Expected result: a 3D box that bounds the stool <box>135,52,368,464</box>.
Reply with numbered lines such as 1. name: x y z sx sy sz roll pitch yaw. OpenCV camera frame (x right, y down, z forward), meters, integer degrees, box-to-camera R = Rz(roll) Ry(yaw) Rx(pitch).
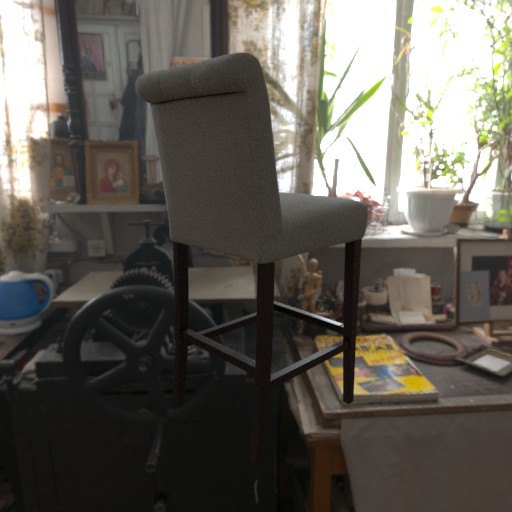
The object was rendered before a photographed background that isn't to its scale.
1. stool: 0.000 0.000 1.485 0.601 1.140 0.493 -13 18 -42
